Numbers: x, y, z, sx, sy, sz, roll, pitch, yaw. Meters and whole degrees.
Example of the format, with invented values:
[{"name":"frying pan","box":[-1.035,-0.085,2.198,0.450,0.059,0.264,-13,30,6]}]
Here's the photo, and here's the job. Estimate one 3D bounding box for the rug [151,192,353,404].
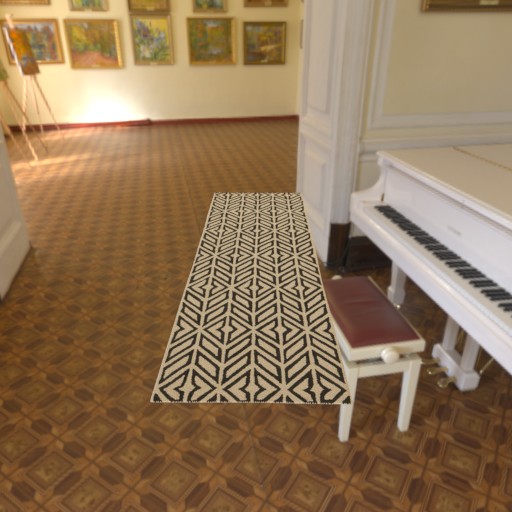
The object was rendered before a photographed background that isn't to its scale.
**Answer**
[{"name":"rug","box":[0.000,0.000,2.726,0.750,0.009,2.435,0,26,1]}]
